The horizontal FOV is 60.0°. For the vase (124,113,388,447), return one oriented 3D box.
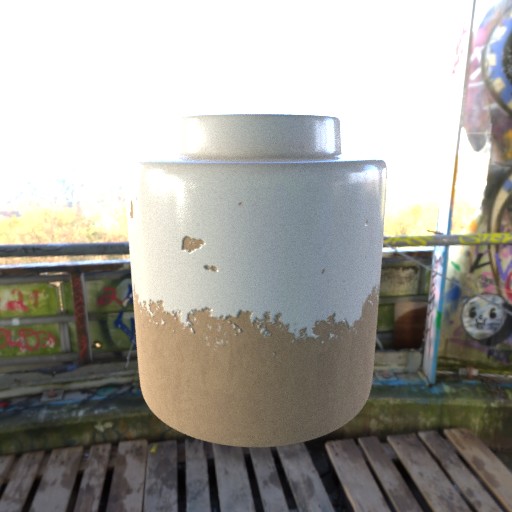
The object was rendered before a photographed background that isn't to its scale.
[{"bbox_3d":[0.000,0.000,0.280,0.153,0.167,0.153,0,15,0],"label":"vase"}]
